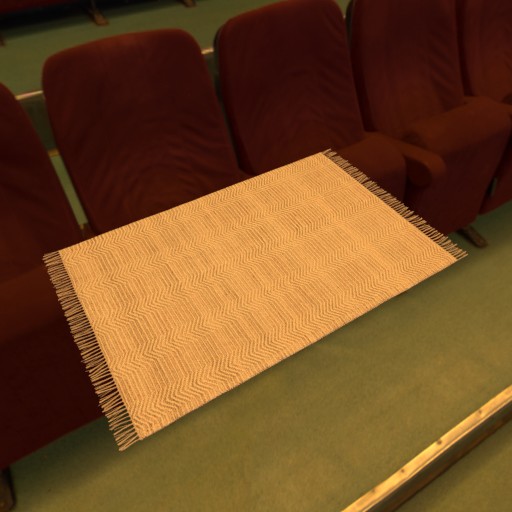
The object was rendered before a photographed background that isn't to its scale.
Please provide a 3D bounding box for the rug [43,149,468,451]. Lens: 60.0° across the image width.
[{"bbox_3d":[0.000,0.000,2.435,2.021,0.027,1.224,-24,51,-21],"label":"rug"}]
